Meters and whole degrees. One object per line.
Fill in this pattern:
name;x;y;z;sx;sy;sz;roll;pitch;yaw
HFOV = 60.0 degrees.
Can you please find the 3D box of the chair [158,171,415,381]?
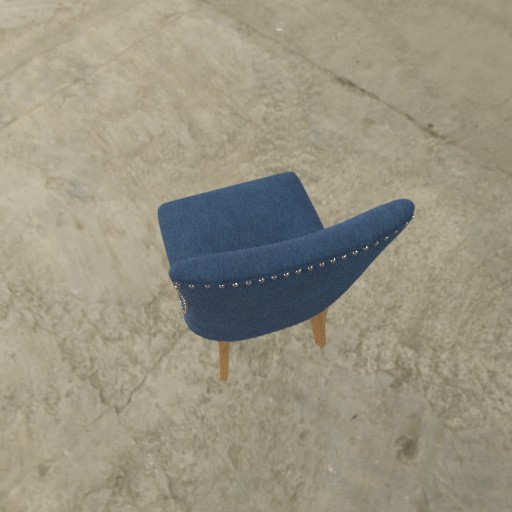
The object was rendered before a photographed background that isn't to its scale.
chair;0.000;0.000;1.292;0.495;0.902;0.610;-16;60;-10
